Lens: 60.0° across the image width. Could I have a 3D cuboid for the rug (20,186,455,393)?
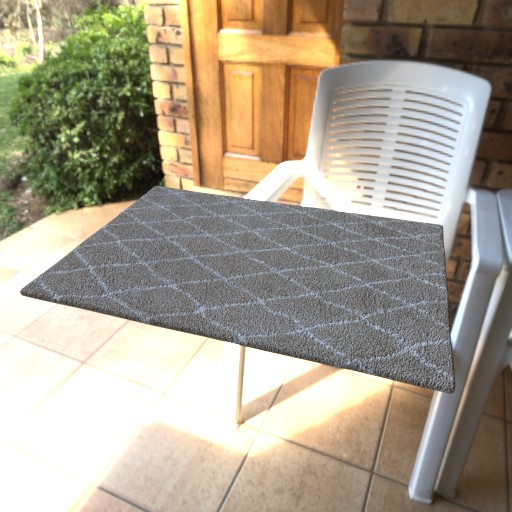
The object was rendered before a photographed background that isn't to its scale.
[{"bbox_3d":[0.000,0.000,2.187,1.778,0.030,1.219,10,33,15],"label":"rug"}]
